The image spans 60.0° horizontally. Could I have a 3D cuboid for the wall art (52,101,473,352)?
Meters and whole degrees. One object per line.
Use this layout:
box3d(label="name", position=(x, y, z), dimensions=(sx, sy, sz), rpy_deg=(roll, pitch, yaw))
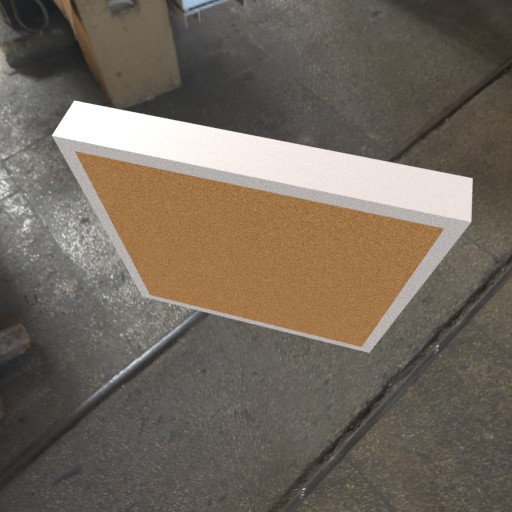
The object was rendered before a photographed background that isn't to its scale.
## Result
box3d(label="wall art", position=(0.000, 0.000, 0.453), dimensions=(0.305, 0.302, 0.038), rpy_deg=(13, 62, 7))
